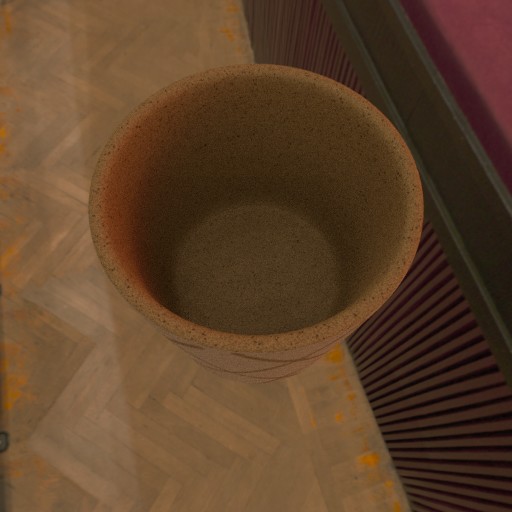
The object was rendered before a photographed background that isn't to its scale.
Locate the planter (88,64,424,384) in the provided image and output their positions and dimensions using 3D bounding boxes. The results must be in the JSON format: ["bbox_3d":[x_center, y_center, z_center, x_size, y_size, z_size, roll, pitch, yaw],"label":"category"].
[{"bbox_3d":[0.000,0.000,0.344,0.191,0.199,0.191,0,66,0],"label":"planter"}]
